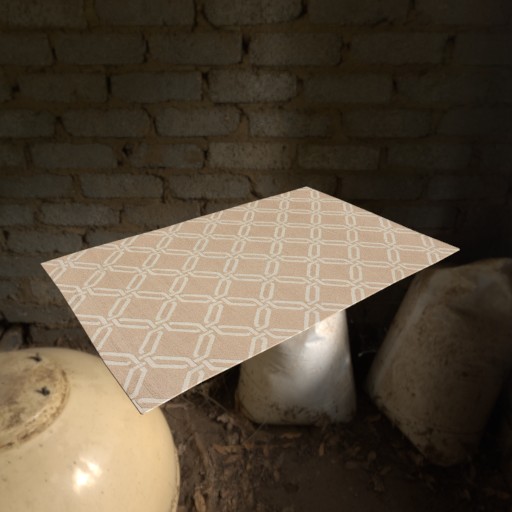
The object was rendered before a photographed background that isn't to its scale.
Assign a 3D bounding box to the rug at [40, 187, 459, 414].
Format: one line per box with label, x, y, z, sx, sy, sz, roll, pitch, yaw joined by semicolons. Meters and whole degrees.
rug;0.000;0.000;2.182;1.745;0.010;1.146;-20;35;-32
